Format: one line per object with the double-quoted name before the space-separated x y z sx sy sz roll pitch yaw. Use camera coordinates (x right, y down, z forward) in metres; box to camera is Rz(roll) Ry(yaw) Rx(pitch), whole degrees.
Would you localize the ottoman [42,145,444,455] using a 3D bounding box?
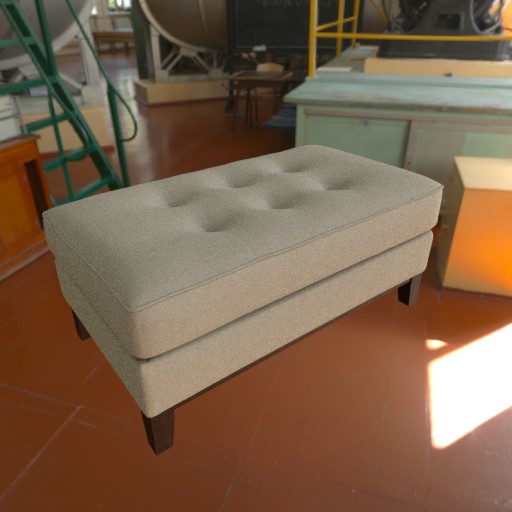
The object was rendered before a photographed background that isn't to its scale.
"ottoman" 0.000 0.000 1.487 1.143 0.508 0.648 -21 36 -32
